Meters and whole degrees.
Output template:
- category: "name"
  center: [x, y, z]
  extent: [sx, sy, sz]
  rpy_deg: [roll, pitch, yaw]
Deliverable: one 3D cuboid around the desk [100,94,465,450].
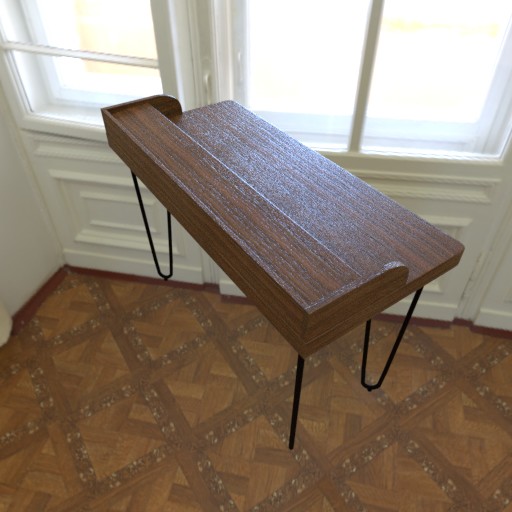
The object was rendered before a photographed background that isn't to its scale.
- category: "desk"
  center: [0.000, 0.000, 1.660]
  extent: [0.565, 0.854, 1.200]
  rpy_deg: [-25, 47, -25]
